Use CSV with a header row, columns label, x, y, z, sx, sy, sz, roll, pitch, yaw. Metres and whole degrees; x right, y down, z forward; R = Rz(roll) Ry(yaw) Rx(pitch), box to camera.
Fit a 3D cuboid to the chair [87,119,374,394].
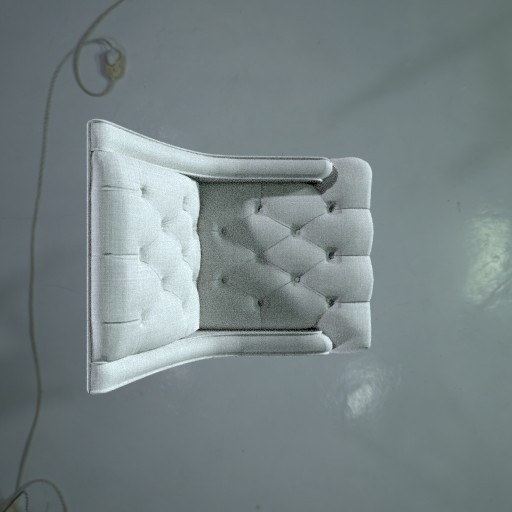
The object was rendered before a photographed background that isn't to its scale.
label,x,y,z,sx,sy,sz,roll,pitch,yaw
chair,0.000,0.000,1.439,0.772,0.891,0.658,0,90,0
